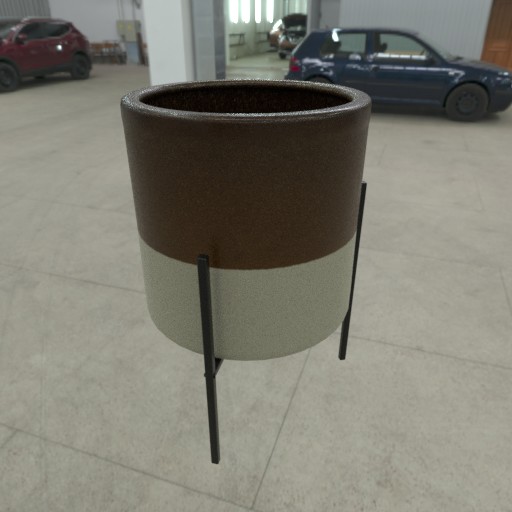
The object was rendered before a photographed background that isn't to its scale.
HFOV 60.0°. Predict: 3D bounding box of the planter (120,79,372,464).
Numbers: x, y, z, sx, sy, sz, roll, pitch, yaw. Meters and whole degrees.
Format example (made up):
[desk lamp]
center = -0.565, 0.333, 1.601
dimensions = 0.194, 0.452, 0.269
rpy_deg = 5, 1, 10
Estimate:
[planter]
center = 0.000, 0.000, 0.537
dimensions = 0.269, 0.375, 0.255
rpy_deg = -8, 29, -14
